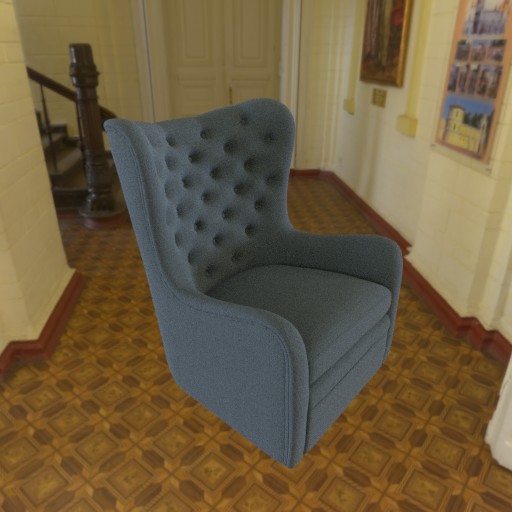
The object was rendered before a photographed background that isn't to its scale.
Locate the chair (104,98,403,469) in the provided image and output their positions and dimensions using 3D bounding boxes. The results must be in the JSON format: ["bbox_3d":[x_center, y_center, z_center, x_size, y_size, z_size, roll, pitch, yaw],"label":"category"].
[{"bbox_3d":[0.000,0.000,1.739,0.930,1.079,0.831,19,32,34],"label":"chair"}]
